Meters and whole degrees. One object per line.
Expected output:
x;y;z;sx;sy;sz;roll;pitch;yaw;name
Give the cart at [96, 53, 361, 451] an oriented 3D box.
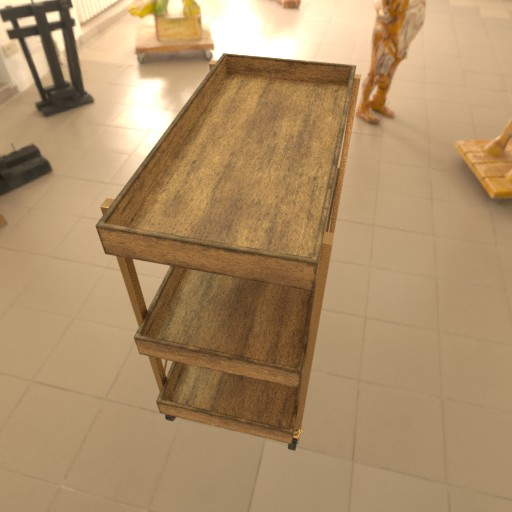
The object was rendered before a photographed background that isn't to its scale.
0.000;0.000;1.242;0.416;0.799;0.750;10;46;9;cart
